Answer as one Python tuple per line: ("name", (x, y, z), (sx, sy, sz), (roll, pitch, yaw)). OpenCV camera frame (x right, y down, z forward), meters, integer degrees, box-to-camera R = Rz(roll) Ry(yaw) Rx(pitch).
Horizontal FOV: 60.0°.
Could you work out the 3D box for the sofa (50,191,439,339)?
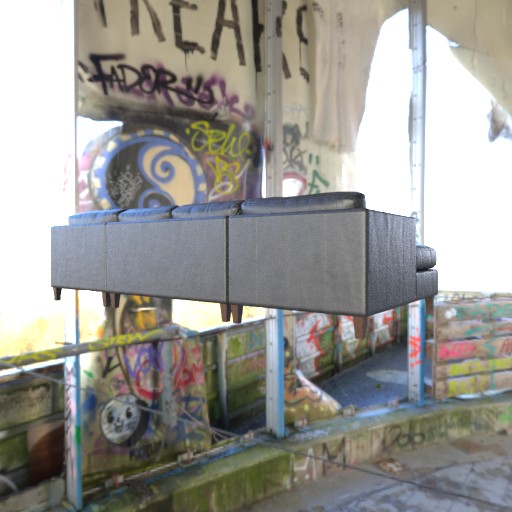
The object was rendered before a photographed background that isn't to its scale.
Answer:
("sofa", (0.000, 0.000, 4.432), (3.324, 0.891, 2.452), (1, 1, 36))
